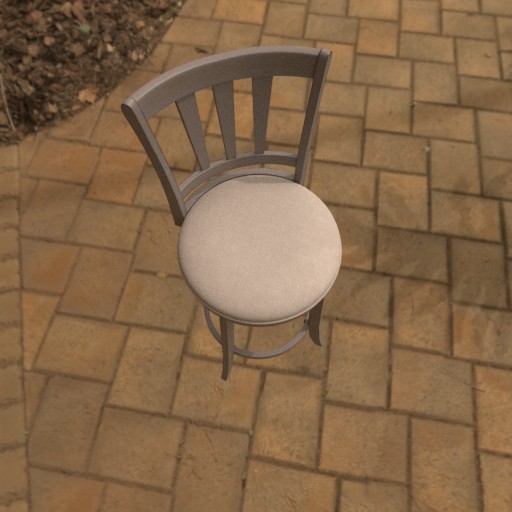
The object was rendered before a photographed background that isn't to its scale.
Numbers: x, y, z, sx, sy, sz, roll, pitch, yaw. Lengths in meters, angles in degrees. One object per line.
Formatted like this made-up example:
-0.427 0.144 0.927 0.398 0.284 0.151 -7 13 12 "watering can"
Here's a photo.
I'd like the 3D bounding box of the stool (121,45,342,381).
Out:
0.000 0.000 1.255 0.436 1.023 0.475 -18 65 -8 "stool"
